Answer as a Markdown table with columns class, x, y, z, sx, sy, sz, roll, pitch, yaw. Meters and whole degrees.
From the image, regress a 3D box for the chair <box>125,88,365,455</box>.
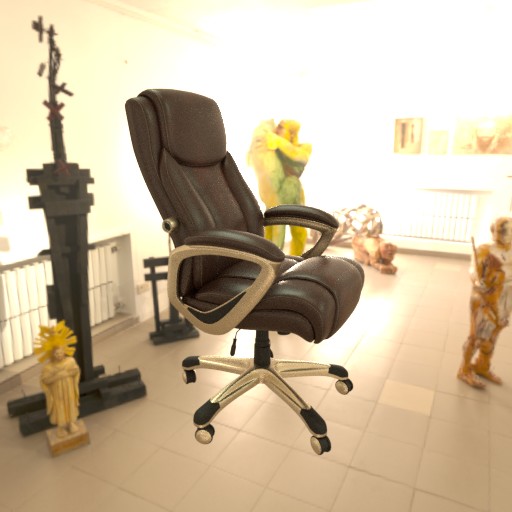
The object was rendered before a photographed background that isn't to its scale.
| class | x | y | z | sx | sy | sz | roll | pitch | yaw |
| --- | --- | --- | --- | --- | --- | --- | --- | --- | --- |
| chair | 0.000 | 0.000 | 1.650 | 0.749 | 1.194 | 0.692 | 7 | 16 | 26 |
